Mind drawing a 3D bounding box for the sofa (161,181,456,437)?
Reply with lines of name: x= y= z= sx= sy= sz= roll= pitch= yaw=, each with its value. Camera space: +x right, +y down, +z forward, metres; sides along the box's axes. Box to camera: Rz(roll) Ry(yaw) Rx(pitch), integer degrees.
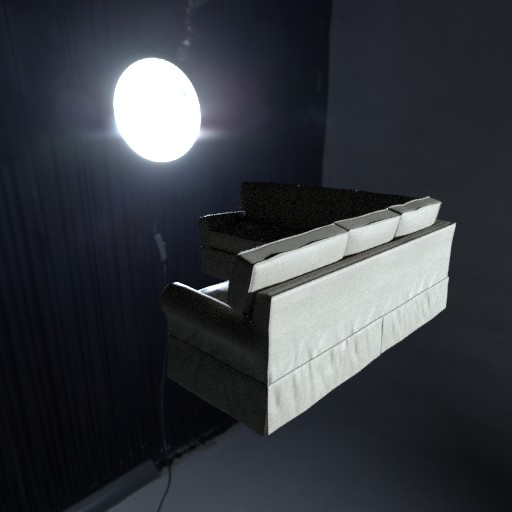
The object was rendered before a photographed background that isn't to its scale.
sofa: x=0.000 y=0.000 z=4.096 sx=2.618 sy=1.081 sz=2.623 roll=15 pitch=22 yaw=42
